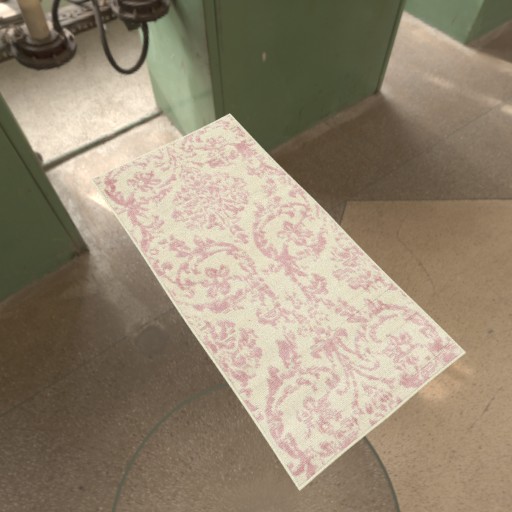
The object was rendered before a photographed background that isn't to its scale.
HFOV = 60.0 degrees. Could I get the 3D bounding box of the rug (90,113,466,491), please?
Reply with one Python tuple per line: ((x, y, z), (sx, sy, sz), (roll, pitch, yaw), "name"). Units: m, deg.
((0.000, 0.000, 1.430), (0.604, 0.007, 1.219), (-31, 64, -18), "rug")
